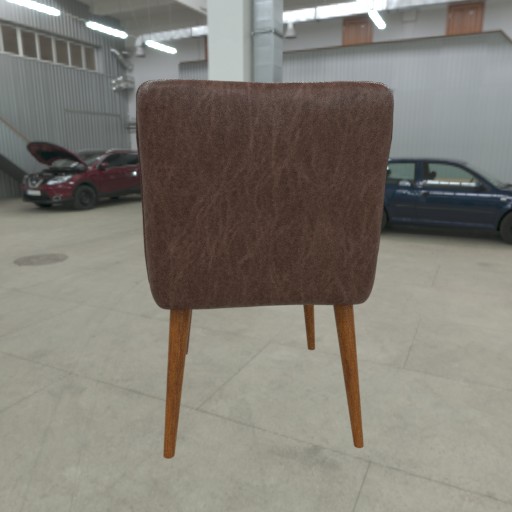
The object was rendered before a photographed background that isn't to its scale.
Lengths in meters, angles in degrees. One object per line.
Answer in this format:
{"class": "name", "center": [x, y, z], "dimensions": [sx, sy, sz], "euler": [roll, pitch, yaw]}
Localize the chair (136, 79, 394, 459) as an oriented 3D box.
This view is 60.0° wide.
{"class": "chair", "center": [0.000, 0.000, 1.181], "dimensions": [0.543, 0.803, 0.645], "euler": [-2, 14, -9]}
